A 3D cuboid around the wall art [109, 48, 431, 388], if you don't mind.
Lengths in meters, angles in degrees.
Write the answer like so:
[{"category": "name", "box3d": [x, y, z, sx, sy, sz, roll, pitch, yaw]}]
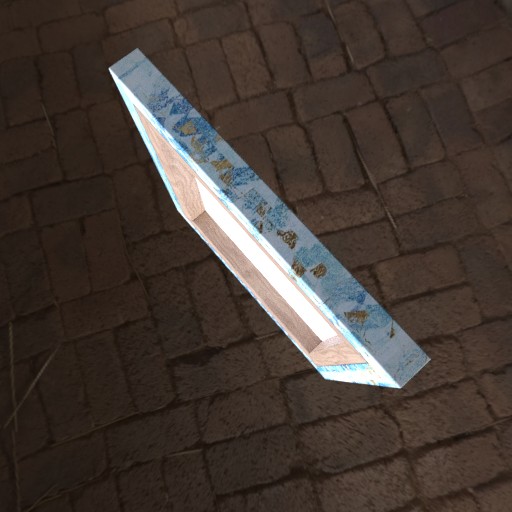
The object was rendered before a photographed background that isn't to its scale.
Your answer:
[{"category": "wall art", "box3d": [0.000, 0.000, 0.602, 0.037, 0.405, 0.405, -40, 79, -9]}]
